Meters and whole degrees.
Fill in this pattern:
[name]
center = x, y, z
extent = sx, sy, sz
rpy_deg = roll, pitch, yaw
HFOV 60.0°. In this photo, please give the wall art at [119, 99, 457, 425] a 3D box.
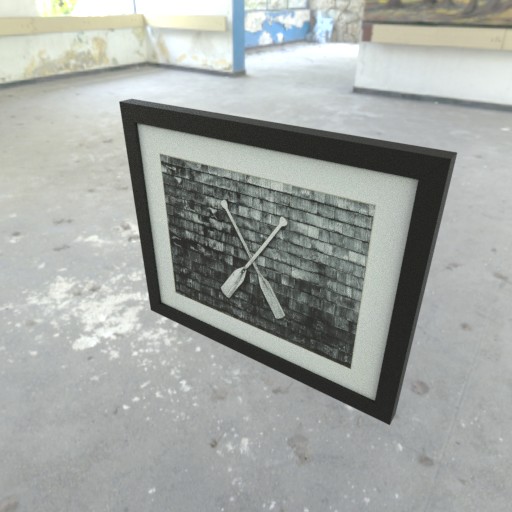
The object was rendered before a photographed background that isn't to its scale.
[wall art]
center = 0.000, 0.000, 0.767
extent = 0.558, 0.457, 0.029
rpy_deg = 19, 36, 29
